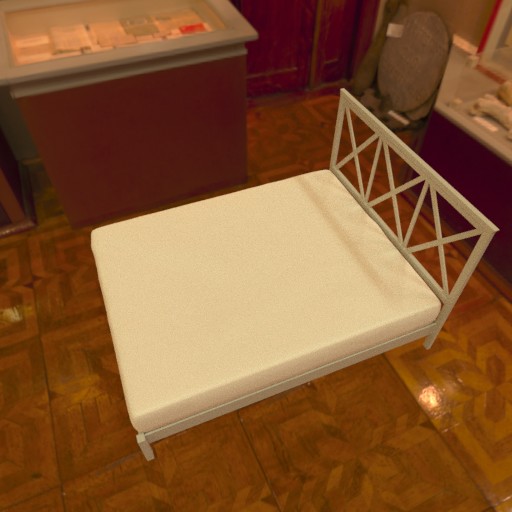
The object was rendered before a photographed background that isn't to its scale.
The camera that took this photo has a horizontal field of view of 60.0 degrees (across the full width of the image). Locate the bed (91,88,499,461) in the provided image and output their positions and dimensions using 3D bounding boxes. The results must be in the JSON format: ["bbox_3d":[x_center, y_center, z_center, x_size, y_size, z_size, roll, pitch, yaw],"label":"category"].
[{"bbox_3d":[0.000,0.000,3.086,2.135,1.253,1.673,-17,50,-15],"label":"bed"}]
